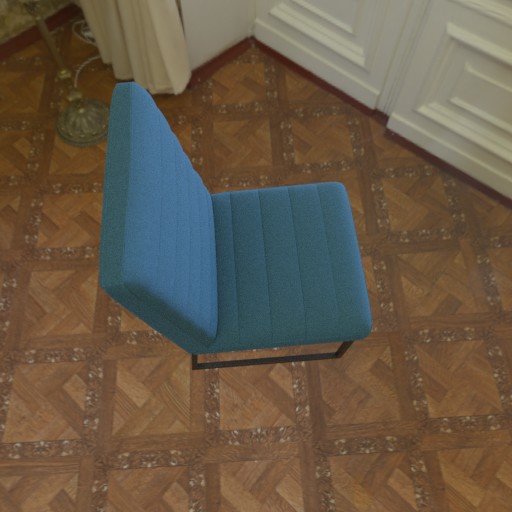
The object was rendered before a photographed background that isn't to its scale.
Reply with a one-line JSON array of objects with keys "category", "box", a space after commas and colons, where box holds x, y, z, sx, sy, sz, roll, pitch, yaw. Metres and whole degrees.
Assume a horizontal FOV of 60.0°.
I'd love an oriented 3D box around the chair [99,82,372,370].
[{"category": "chair", "box": [0.000, 0.000, 1.325, 0.634, 0.930, 0.520, -4, 65, -2]}]
